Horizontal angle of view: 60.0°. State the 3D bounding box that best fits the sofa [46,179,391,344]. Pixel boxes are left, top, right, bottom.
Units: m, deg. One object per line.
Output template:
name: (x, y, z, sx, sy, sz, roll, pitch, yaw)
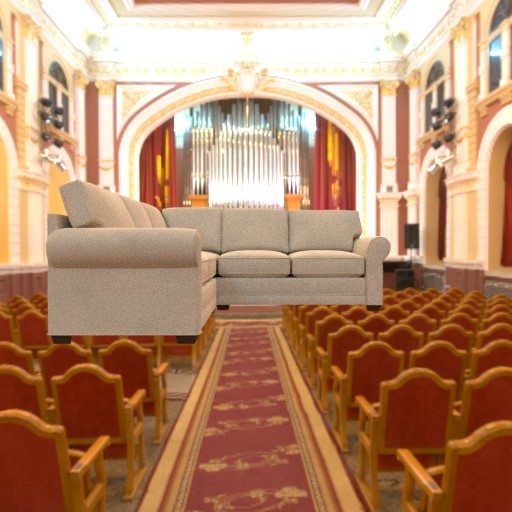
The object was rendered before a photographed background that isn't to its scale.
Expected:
sofa: (0.000, 0.000, 3.858, 2.569, 1.054, 2.487, 0, 1, 0)
